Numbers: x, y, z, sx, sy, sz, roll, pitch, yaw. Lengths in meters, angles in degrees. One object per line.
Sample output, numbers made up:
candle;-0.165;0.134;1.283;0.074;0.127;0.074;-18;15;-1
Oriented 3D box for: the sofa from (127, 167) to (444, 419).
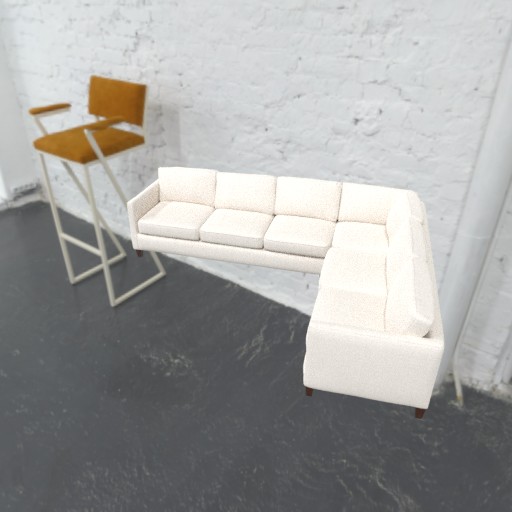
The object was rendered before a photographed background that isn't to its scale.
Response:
sofa;0.000;0.000;4.470;3.302;0.947;2.593;8;31;13
